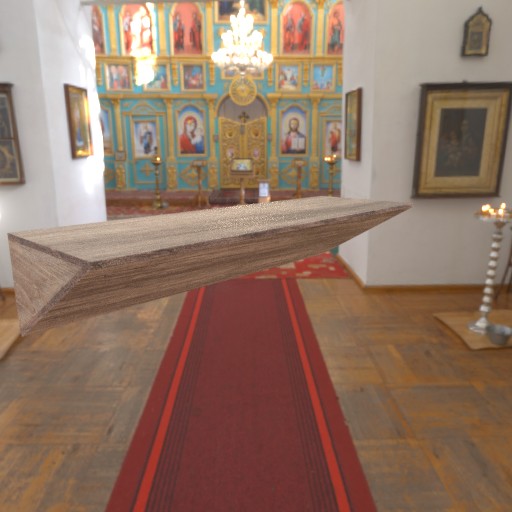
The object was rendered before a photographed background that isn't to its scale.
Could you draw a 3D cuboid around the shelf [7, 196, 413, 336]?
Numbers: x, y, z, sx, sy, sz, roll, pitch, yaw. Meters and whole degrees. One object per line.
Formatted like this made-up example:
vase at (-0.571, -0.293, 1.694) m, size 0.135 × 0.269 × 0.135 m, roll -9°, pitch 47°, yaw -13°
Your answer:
shelf at (0.000, 0.000, 0.665) m, size 0.200 × 0.125 × 0.610 m, roll 12°, pitch 18°, yaw 42°
